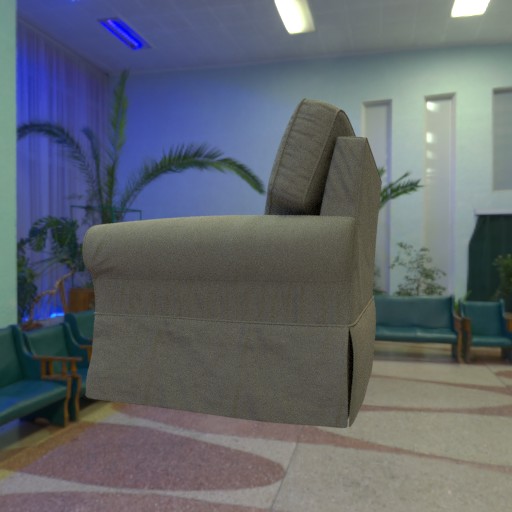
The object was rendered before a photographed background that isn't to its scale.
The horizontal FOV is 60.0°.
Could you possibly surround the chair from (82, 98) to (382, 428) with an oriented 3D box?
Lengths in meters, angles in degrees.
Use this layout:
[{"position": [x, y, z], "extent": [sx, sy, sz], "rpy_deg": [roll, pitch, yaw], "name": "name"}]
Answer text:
[{"position": [0.000, 0.000, 1.886], "extent": [0.988, 1.017, 1.135], "rpy_deg": [0, 1, 19], "name": "chair"}]
